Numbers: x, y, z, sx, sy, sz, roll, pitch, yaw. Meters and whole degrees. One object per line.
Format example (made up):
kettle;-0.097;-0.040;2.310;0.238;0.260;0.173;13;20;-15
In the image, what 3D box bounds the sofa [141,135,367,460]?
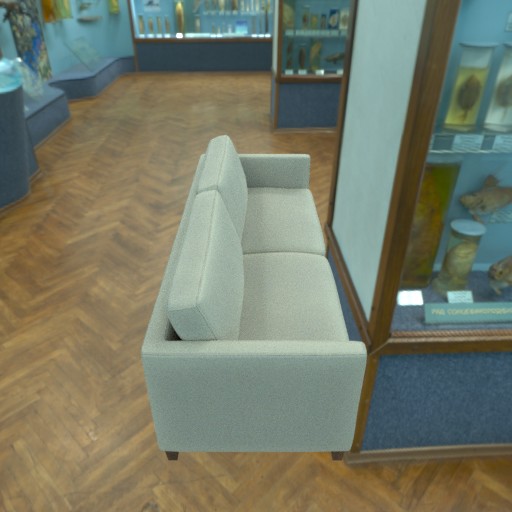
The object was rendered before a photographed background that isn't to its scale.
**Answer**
sofa;0.000;0.000;2.890;0.951;0.968;2.361;0;32;0
